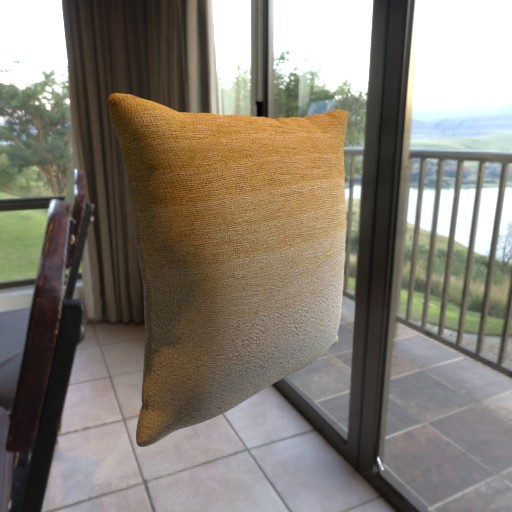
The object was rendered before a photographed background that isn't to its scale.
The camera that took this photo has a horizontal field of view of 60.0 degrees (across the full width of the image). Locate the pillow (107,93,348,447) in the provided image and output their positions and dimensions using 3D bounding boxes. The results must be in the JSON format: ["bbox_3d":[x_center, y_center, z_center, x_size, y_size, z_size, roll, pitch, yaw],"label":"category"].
[{"bbox_3d":[0.000,0.000,0.689,0.450,0.450,0.211,-14,21,-43],"label":"pillow"}]
